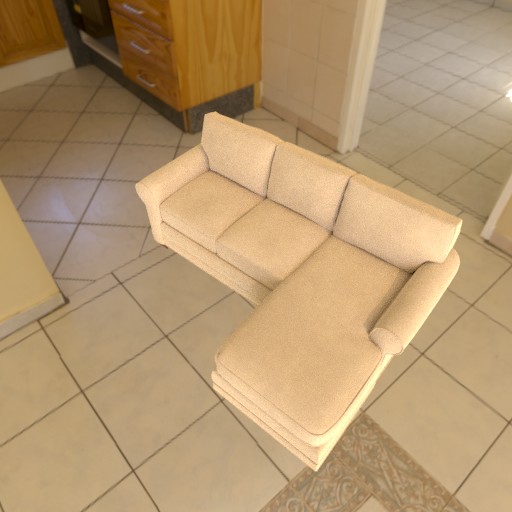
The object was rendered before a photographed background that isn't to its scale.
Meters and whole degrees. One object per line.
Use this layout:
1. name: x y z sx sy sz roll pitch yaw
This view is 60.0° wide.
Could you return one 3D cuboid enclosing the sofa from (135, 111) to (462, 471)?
1. sofa: 0.000 0.000 2.377 1.770 0.734 1.226 31 54 26
